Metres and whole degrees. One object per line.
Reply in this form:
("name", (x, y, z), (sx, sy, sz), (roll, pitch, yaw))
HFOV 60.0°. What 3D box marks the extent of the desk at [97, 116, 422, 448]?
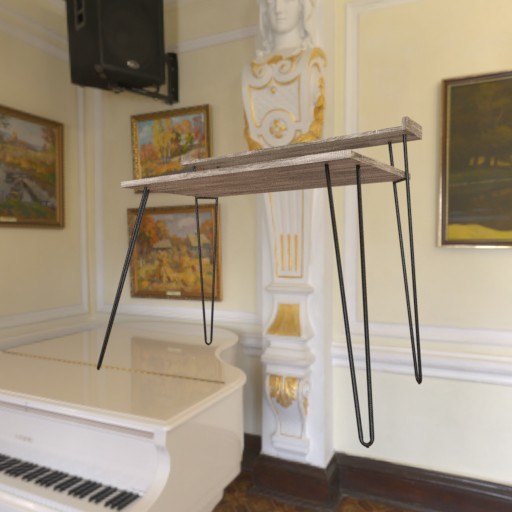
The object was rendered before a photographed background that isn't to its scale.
("desk", (0.000, 0.000, 1.625), (1.135, 0.899, 0.605), (1, 2, 37))
